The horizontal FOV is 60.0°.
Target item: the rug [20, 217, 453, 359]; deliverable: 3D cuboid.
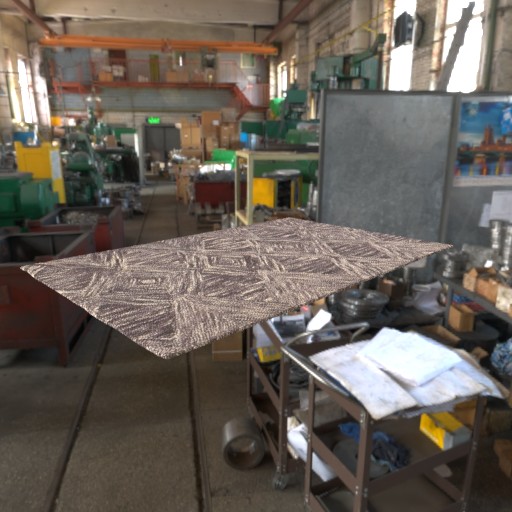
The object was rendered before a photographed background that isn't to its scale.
[{"bbox_3d":[0.000,0.000,2.187,1.814,0.012,1.186,-14,21,-42],"label":"rug"}]
